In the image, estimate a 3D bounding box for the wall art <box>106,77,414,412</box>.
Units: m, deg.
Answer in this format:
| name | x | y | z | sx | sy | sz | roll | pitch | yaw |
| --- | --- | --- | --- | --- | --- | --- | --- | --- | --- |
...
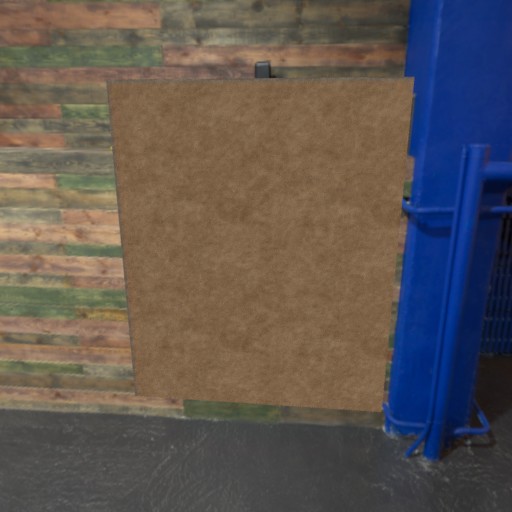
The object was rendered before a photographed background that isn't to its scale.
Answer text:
| name | x | y | z | sx | sy | sz | roll | pitch | yaw |
| --- | --- | --- | --- | --- | --- | --- | --- | --- | --- |
| wall art | 0.000 | 0.000 | 0.746 | 0.453 | 0.554 | 0.037 | 2 | 17 | 6 |
